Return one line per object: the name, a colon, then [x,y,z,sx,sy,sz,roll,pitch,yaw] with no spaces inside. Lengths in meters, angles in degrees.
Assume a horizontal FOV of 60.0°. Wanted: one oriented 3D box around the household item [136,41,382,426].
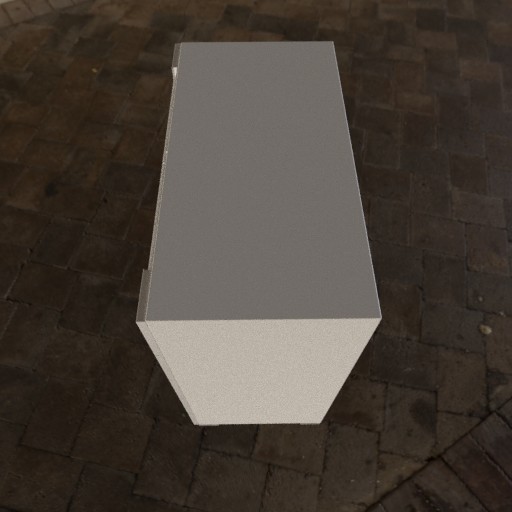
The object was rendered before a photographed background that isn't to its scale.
household item: [0.000,0.000,1.336,0.420,0.870,0.800,-1,58,0]
